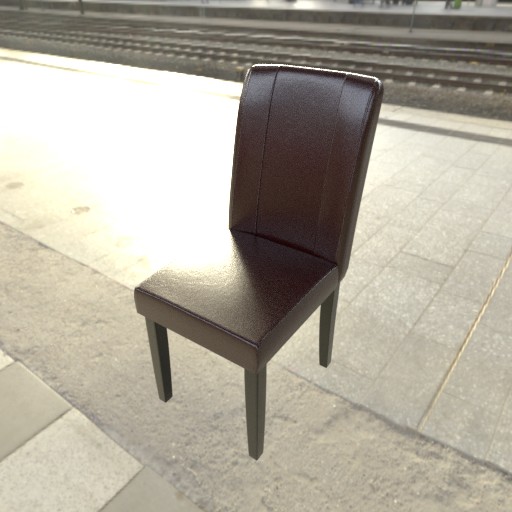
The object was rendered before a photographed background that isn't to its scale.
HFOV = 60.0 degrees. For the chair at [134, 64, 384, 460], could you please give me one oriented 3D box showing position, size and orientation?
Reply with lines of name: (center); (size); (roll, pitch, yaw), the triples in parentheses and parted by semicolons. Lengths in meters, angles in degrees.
chair: (0.000, 0.000, 1.216); (0.399, 0.897, 0.556); (20, 37, 29)
